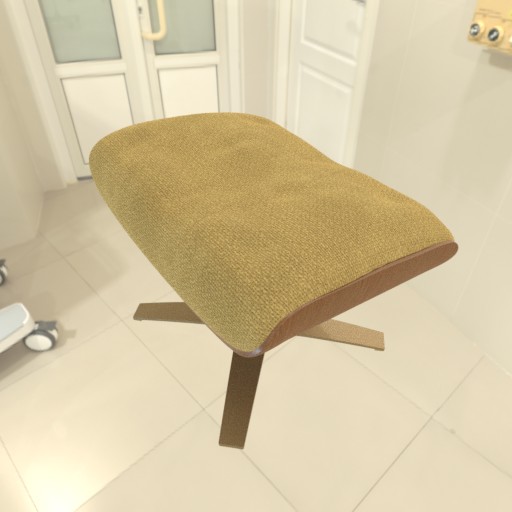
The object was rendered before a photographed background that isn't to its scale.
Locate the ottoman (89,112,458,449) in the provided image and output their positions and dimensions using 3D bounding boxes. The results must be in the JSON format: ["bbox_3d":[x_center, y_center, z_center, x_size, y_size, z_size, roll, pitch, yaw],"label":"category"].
[{"bbox_3d":[0.000,0.000,0.792,0.394,0.391,0.520,-25,47,-26],"label":"ottoman"}]
